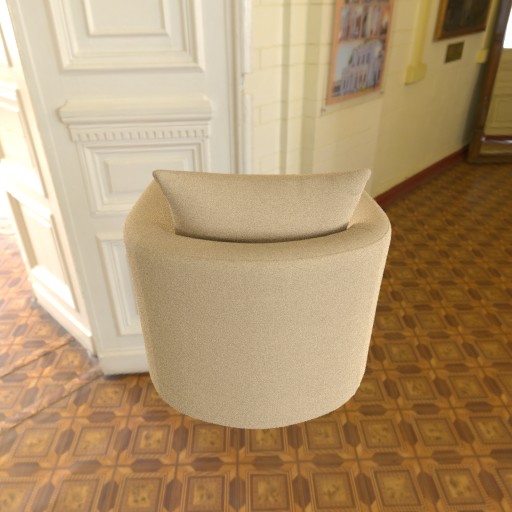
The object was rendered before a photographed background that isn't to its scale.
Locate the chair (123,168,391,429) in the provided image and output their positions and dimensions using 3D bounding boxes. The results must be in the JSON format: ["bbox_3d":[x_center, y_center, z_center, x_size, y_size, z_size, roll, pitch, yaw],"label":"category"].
[{"bbox_3d":[0.000,0.000,1.603,0.845,0.848,0.910,-1,31,-2],"label":"chair"}]
